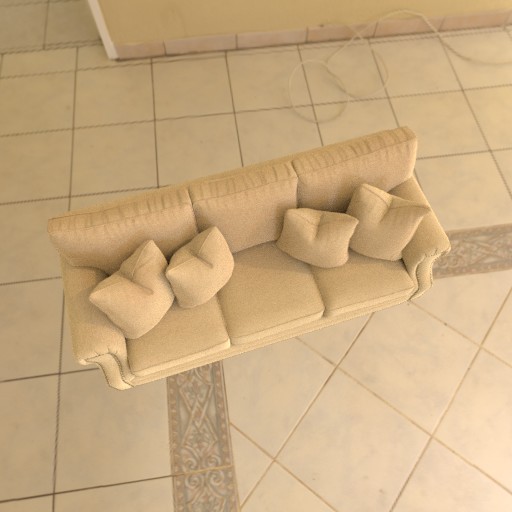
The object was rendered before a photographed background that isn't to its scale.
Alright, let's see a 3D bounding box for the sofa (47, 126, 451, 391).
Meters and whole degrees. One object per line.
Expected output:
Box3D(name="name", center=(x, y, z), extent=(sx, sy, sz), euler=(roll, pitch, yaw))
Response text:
Box3D(name="sofa", center=(0.000, 0.000, 2.798), extent=(2.312, 0.975, 0.965), euler=(-16, 66, -7))
